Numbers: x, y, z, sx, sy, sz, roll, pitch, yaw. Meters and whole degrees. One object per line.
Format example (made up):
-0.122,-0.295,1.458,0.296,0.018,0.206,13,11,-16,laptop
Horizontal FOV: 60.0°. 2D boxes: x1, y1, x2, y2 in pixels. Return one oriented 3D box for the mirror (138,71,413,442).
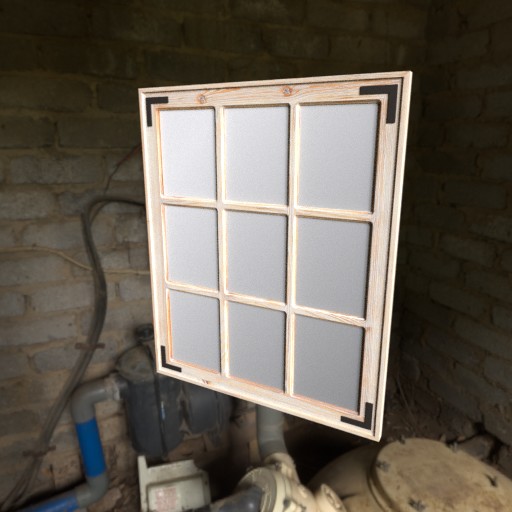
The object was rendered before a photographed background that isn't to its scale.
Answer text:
0.000,0.000,1.199,0.730,0.882,0.032,8,17,27,mirror
